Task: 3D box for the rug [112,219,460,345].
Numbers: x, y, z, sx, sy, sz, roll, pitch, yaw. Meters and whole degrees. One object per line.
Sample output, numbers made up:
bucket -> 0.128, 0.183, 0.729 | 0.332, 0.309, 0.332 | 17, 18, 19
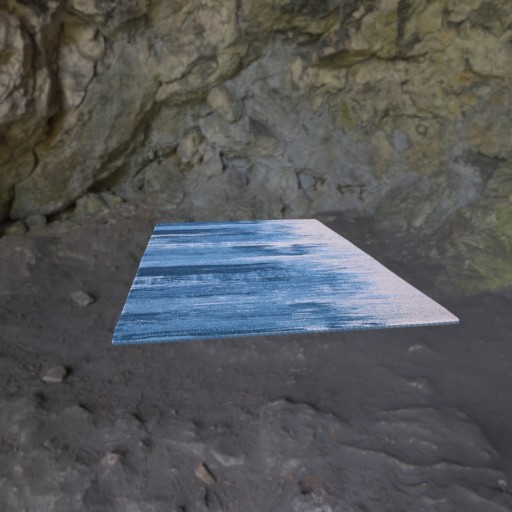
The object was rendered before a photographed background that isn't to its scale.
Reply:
rug -> 0.000, 0.000, 3.040 | 1.540, 0.027, 2.450 | -2, 16, -8
